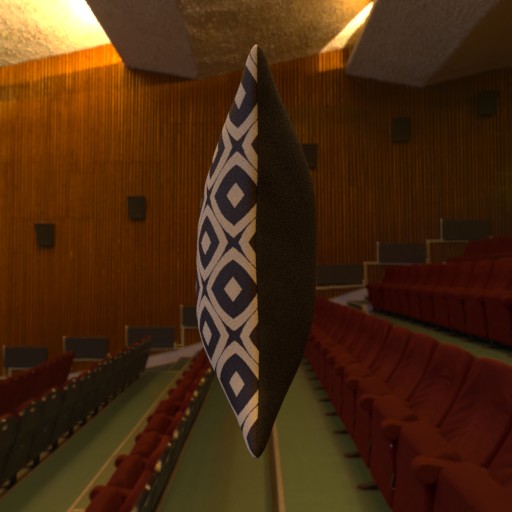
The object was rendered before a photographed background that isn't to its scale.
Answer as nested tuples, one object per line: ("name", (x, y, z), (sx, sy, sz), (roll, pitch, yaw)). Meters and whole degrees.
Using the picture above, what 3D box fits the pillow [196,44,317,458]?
("pillow", (0.000, 0.000, 0.775), (0.188, 0.494, 0.504), (0, -2, 0))
